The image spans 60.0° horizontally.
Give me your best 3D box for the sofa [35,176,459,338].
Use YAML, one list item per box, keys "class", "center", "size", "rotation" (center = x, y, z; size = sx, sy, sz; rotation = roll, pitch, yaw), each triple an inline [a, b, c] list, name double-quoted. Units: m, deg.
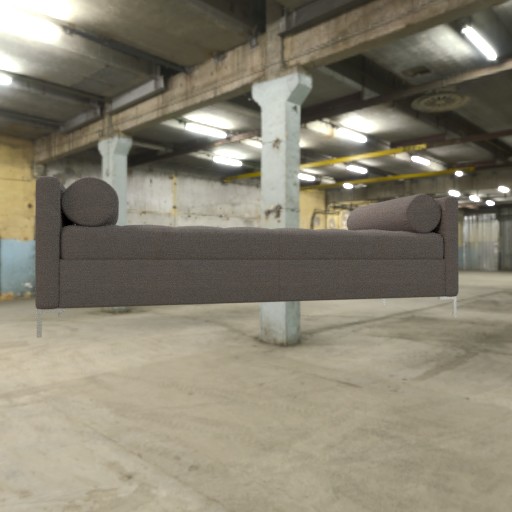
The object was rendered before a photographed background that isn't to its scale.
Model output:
- class: "sofa"
  center: [0.000, 0.000, 2.308]
  size: [1.981, 0.635, 0.686]
  rotation: [0, 0, -17]
